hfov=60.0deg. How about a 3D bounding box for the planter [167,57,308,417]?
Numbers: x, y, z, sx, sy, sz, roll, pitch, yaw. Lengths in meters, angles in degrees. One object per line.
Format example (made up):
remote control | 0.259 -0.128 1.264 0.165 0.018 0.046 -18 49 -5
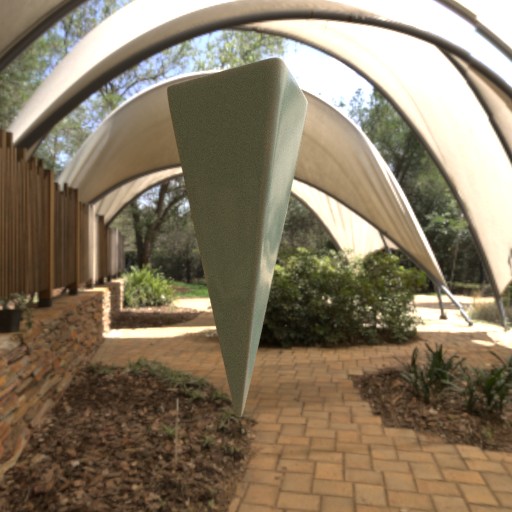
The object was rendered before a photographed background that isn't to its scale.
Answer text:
planter | 0.000 0.000 0.217 0.080 0.178 0.064 0 0 -17
